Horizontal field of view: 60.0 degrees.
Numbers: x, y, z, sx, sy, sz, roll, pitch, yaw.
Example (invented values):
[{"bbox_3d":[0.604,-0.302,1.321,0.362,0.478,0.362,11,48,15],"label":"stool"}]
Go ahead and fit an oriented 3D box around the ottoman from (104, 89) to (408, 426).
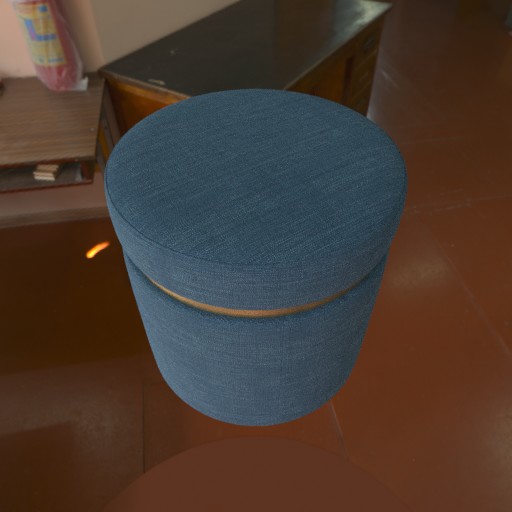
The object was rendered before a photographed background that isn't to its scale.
[{"bbox_3d":[0.000,0.000,0.719,0.398,0.406,0.398,0,46,0],"label":"ottoman"}]
